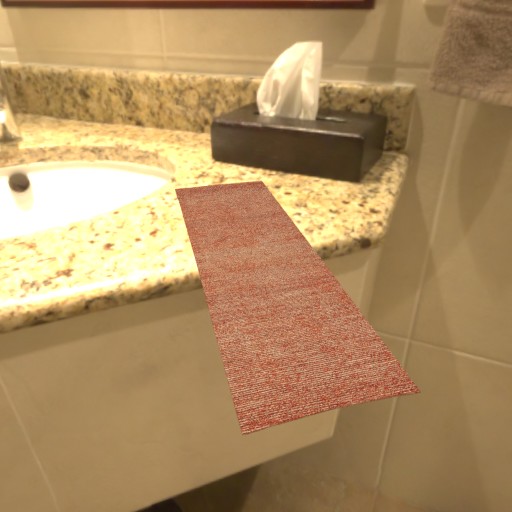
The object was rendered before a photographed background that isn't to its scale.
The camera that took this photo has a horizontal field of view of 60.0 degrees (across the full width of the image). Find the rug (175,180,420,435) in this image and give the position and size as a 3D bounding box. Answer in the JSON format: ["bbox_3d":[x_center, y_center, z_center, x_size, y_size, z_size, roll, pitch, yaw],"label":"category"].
[{"bbox_3d":[0.000,0.000,2.611,0.718,0.013,2.353,-8,32,-13],"label":"rug"}]
